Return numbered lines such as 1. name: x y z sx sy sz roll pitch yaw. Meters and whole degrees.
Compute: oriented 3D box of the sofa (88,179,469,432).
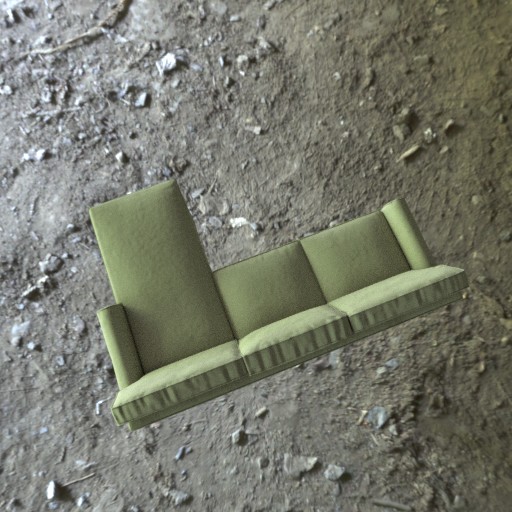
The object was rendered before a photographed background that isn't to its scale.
1. sofa: 0.000 0.000 3.388 2.475 0.978 1.733 -20 75 -6
